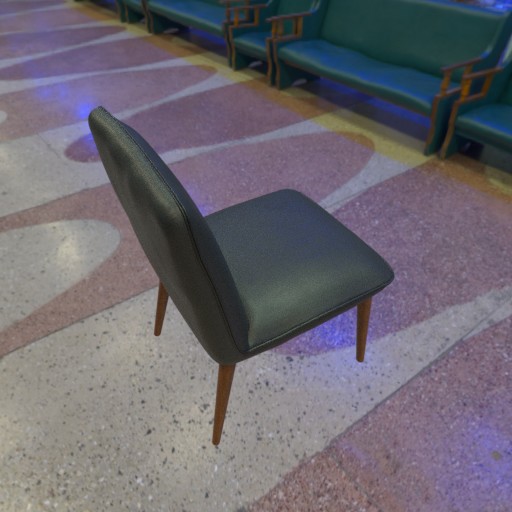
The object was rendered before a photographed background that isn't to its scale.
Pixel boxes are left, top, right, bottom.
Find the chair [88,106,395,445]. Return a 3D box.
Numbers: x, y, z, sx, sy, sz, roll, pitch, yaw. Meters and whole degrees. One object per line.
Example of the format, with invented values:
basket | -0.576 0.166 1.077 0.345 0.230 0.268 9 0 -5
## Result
chair | 0.000 0.000 1.202 0.645 0.801 0.543 -25 47 -26
